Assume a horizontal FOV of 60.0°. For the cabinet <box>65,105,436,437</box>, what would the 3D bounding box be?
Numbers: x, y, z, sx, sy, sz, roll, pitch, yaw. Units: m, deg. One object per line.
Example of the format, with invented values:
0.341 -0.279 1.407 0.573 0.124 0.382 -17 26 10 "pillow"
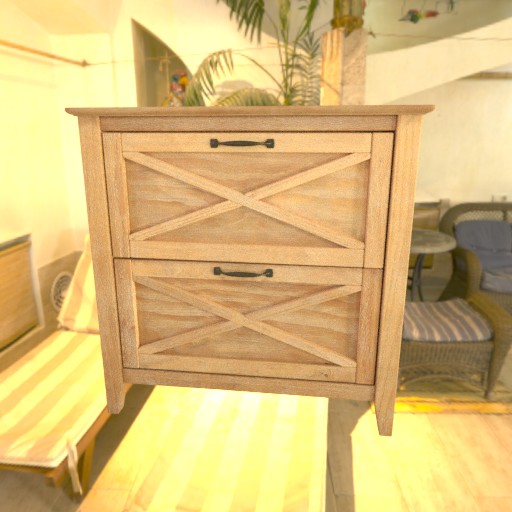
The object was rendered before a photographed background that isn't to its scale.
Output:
0.000 0.000 1.231 0.763 0.762 0.503 2 16 7 "cabinet"
